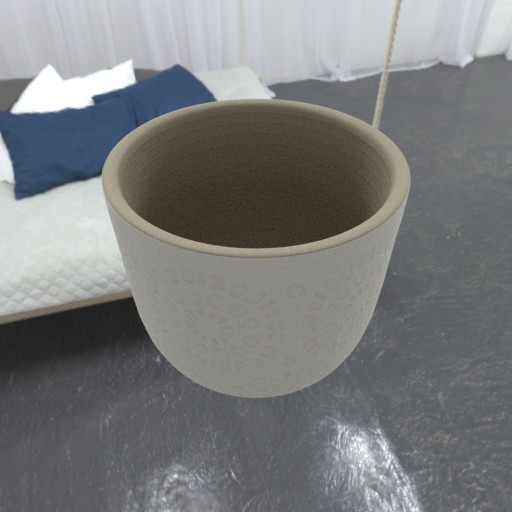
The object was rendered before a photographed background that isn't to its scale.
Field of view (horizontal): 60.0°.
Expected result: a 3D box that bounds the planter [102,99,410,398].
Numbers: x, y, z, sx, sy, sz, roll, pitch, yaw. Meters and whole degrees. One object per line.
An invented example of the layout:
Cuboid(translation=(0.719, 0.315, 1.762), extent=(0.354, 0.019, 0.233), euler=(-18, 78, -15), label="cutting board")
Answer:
Cuboid(translation=(0.000, 0.000, 0.219), extent=(0.124, 0.109, 0.124), euler=(0, 42, 0), label="planter")
